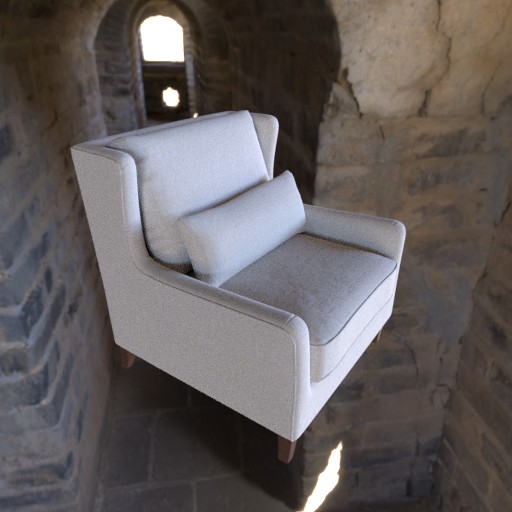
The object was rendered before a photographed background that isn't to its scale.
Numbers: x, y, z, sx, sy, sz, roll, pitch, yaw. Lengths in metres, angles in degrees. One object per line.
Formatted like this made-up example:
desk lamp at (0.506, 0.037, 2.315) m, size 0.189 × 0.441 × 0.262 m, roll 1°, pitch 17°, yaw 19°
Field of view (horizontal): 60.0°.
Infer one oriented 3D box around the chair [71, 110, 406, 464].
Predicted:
chair at (0.000, 0.000, 1.906) m, size 1.040 × 1.056 × 0.982 m, roll 18°, pitch 32°, yaw 31°
